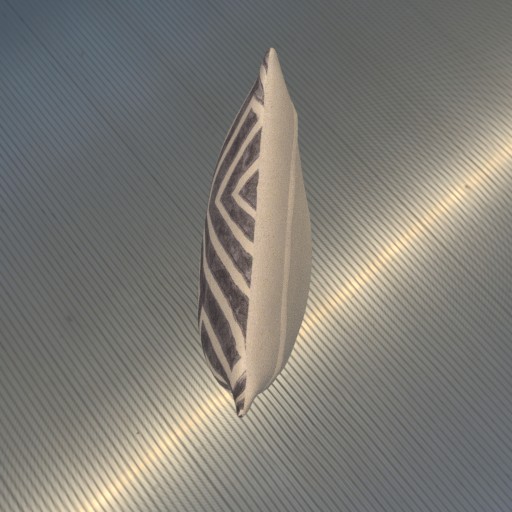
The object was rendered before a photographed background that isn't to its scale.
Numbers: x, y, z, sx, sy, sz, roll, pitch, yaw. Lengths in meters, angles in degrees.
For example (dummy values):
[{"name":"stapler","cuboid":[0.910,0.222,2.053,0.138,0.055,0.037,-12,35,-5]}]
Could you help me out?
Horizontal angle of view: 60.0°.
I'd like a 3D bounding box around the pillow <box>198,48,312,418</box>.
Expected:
[{"name":"pillow","cuboid":[0.000,0.000,0.699,0.182,0.441,0.440,5,76,1]}]
